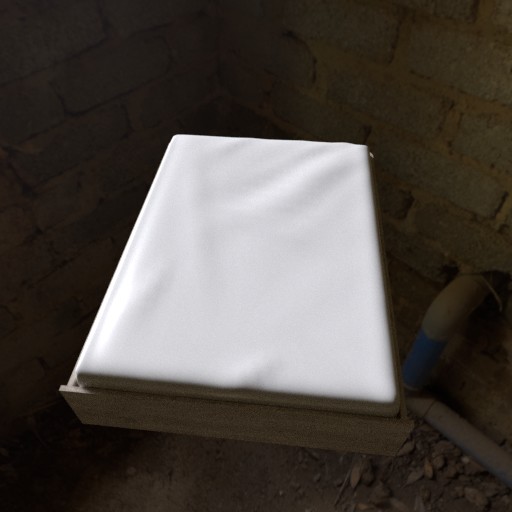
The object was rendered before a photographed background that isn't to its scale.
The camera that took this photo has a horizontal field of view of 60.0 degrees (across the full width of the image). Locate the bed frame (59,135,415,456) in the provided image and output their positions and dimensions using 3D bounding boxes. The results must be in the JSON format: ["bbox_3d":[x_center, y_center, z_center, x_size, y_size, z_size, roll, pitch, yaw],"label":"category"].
[{"bbox_3d":[0.000,0.000,2.588,1.490,0.462,1.950,4,47,4],"label":"bed frame"}]
